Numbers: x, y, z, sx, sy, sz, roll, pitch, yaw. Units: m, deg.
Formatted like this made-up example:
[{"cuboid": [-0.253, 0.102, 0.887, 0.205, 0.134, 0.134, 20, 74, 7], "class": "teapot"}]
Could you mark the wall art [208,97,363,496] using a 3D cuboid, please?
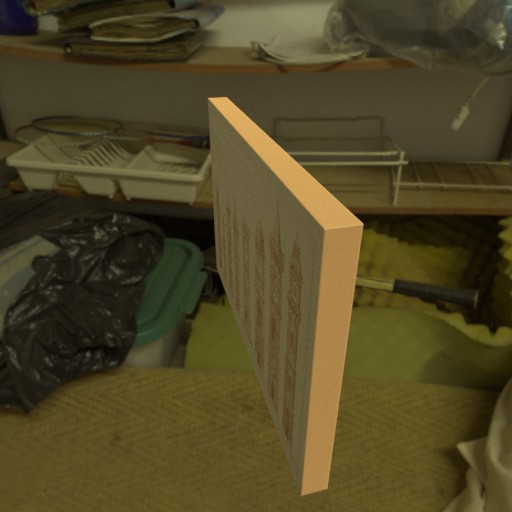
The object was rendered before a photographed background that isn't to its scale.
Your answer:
[{"cuboid": [0.000, 0.000, 0.758, 0.039, 0.407, 0.609, -8, 31, -13], "class": "wall art"}]
